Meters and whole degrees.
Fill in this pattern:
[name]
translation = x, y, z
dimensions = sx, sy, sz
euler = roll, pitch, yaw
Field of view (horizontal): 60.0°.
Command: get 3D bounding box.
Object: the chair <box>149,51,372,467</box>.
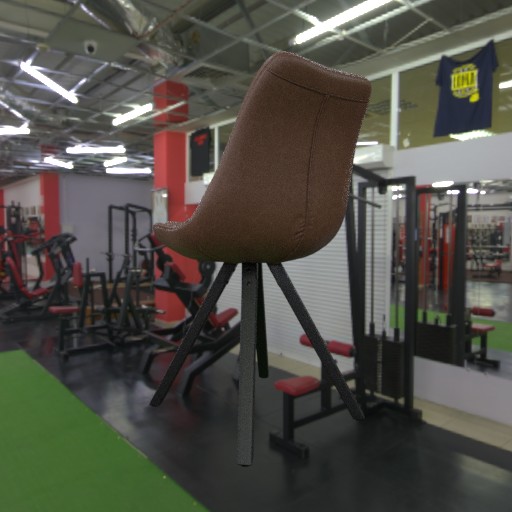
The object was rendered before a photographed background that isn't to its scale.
[chair]
translation = 0.000, 0.000, 1.185
dimensions = 0.475, 0.850, 0.550
euler = -2, 4, -38
